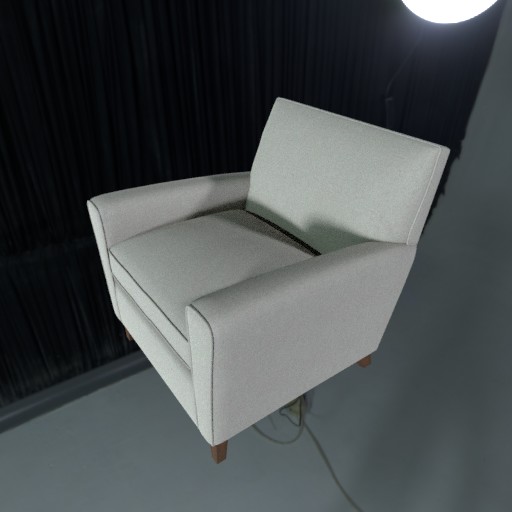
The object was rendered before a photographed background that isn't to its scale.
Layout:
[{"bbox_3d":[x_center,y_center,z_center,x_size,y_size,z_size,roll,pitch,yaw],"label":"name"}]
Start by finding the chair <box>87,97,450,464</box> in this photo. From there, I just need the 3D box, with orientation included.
[{"bbox_3d":[0.000,0.000,1.568,0.871,0.846,0.840,-21,38,-30],"label":"chair"}]
